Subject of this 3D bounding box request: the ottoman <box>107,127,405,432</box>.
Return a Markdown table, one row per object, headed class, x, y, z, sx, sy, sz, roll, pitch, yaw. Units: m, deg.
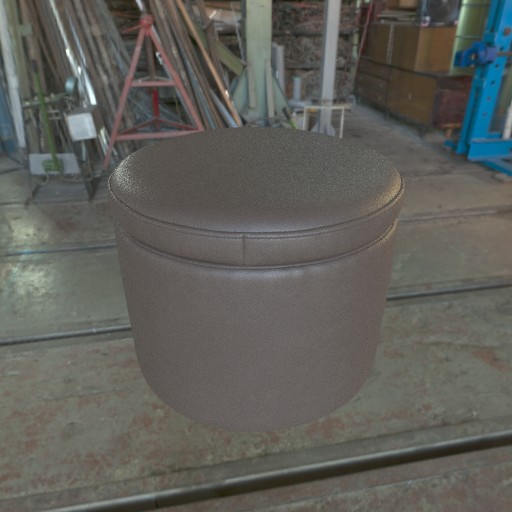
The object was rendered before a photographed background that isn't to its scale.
| class | x | y | z | sx | sy | sz | roll | pitch | yaw |
| --- | --- | --- | --- | --- | --- | --- | --- | --- | --- |
| ottoman | 0.000 | 0.000 | 0.851 | 0.500 | 0.409 | 0.500 | 0 | 30 | 0 |
